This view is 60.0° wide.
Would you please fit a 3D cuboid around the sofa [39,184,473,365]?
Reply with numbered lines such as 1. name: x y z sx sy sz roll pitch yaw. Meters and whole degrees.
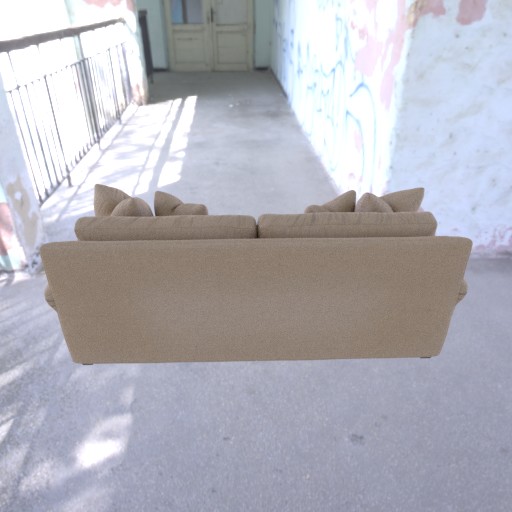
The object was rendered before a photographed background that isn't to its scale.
1. sofa: 0.000 0.000 2.817 2.285 0.904 1.067 -1 31 -1
